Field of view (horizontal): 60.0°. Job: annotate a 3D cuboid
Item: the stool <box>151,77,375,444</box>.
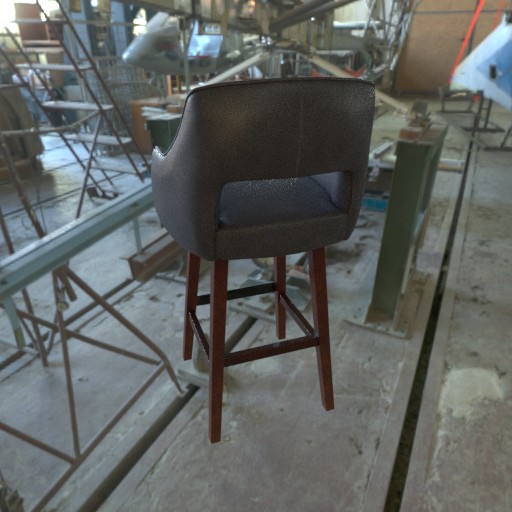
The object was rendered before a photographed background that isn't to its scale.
[{"bbox_3d":[0.000,0.000,1.344,0.550,1.041,0.560,-9,27,-18],"label":"stool"}]
